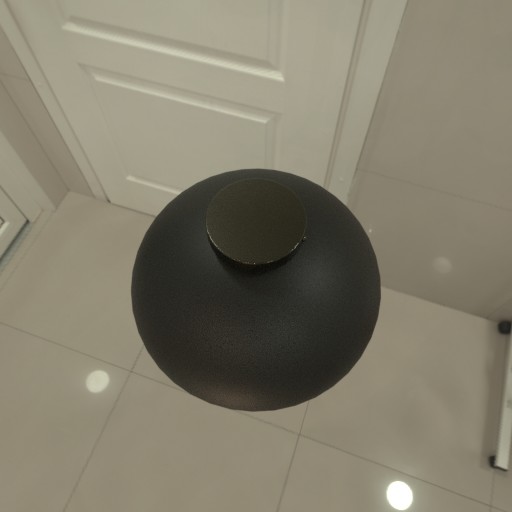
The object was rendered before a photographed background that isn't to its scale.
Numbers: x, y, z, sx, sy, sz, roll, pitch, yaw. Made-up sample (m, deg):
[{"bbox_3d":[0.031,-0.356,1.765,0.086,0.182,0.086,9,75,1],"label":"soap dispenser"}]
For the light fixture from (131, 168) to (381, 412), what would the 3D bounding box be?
[{"bbox_3d":[0.000,0.000,0.569,0.355,0.177,0.355,0,62,0],"label":"light fixture"}]
